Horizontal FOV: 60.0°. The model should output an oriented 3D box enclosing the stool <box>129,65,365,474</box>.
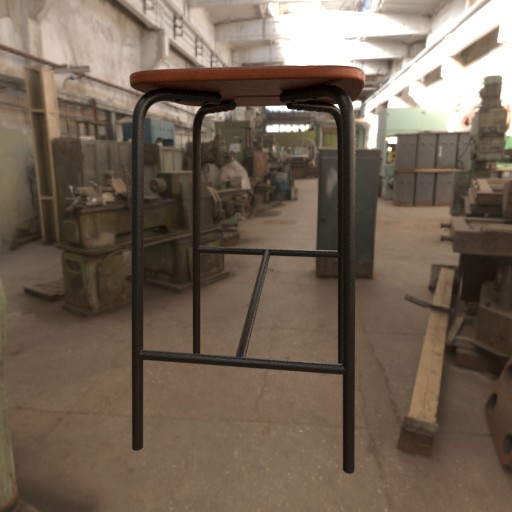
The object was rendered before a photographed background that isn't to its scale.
[{"bbox_3d":[0.000,0.000,0.841,0.376,0.610,0.376,2,13,9],"label":"stool"}]
